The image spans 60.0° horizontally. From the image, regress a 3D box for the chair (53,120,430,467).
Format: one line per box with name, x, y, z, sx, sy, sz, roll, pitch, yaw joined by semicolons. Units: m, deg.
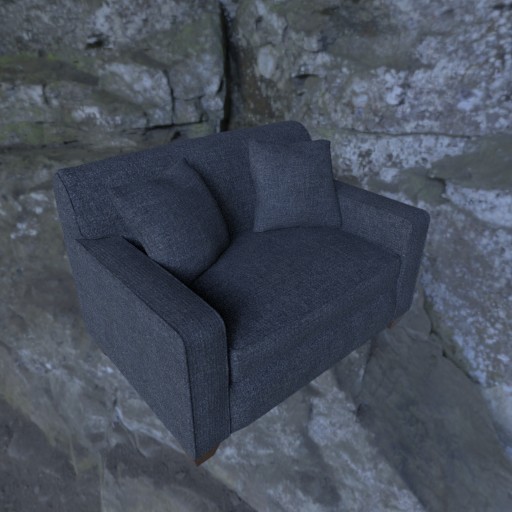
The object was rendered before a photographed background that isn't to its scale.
chair;0.000;0.000;2.059;1.383;0.948;1.000;-23;37;-35
